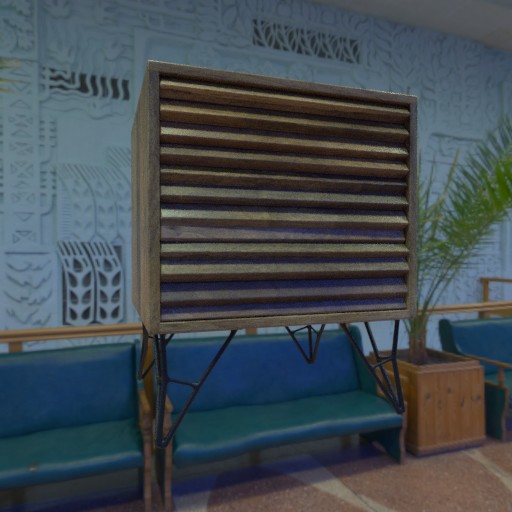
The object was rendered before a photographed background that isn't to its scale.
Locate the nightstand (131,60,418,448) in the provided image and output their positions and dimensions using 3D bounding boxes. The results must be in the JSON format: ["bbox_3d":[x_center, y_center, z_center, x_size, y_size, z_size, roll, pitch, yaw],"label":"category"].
[{"bbox_3d":[0.000,0.000,0.887,0.457,0.559,0.406,0,1,-19],"label":"nightstand"}]
